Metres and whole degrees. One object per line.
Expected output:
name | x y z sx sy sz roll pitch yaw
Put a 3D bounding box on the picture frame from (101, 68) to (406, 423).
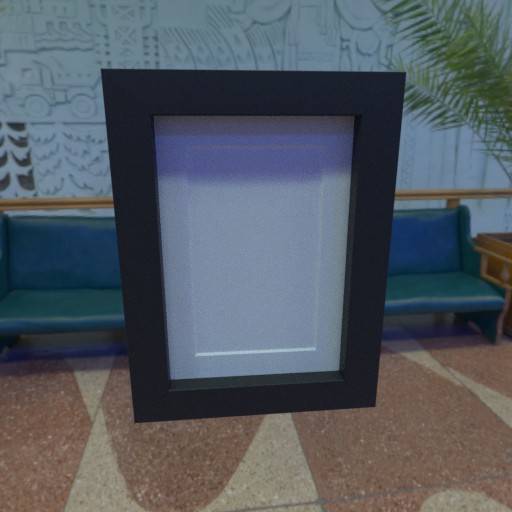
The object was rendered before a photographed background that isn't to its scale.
picture frame | 0.000 0.000 0.270 0.157 0.208 0.028 -2 17 -6
